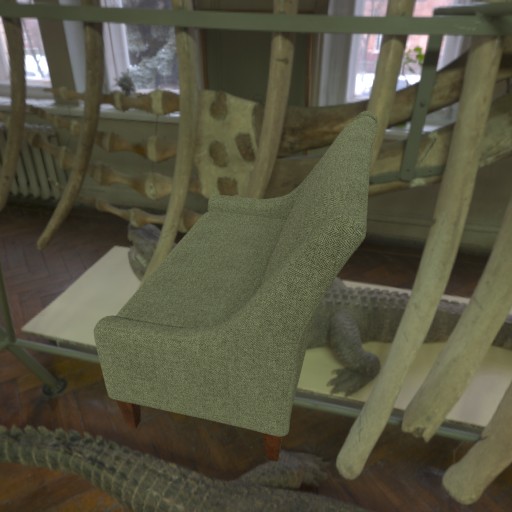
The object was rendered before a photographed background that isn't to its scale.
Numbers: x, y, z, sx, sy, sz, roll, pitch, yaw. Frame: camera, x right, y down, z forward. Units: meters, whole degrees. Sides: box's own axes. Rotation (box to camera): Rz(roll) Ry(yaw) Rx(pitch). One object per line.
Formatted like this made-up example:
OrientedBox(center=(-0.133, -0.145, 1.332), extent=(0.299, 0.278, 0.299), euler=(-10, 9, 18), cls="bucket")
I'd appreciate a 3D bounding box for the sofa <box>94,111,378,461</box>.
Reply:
OrientedBox(center=(0.000, 0.000, 1.909), extent=(0.870, 1.021, 1.242), euler=(8, 31, 13), cls="sofa")
